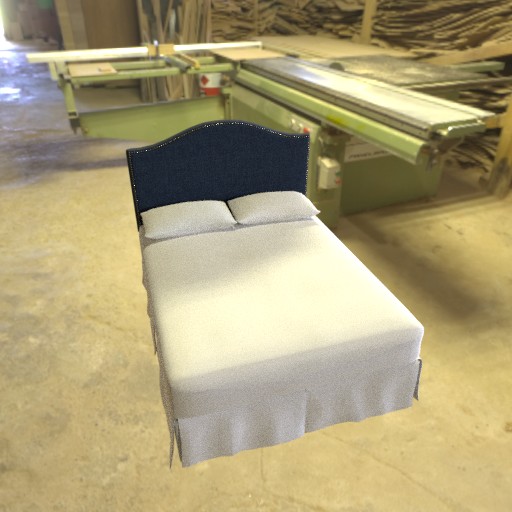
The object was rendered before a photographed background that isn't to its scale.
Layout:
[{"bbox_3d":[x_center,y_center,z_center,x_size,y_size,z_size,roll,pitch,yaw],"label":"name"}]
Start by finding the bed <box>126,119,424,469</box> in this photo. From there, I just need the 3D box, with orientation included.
[{"bbox_3d":[0.000,0.000,3.311,1.713,1.518,2.153,-9,32,-15],"label":"bed"}]
